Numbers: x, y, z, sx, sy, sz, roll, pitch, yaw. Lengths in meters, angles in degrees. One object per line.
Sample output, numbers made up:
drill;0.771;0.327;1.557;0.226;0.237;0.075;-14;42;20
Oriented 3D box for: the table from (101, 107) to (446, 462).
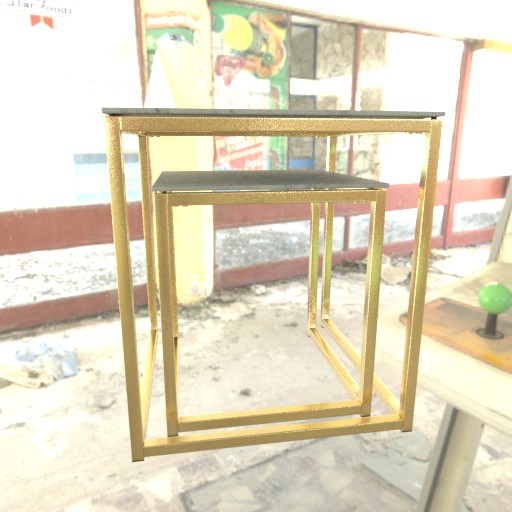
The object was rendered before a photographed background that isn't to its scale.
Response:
table;0.000;0.000;0.842;0.450;0.500;0.450;-2;15;-9
